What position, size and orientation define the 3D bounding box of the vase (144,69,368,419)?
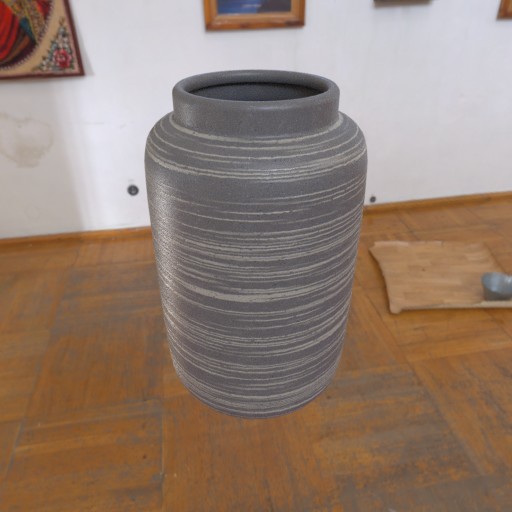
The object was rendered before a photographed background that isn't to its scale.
[{"bbox_3d":[0.000,0.000,0.674,0.297,0.499,0.297,0,32,0],"label":"vase"}]
